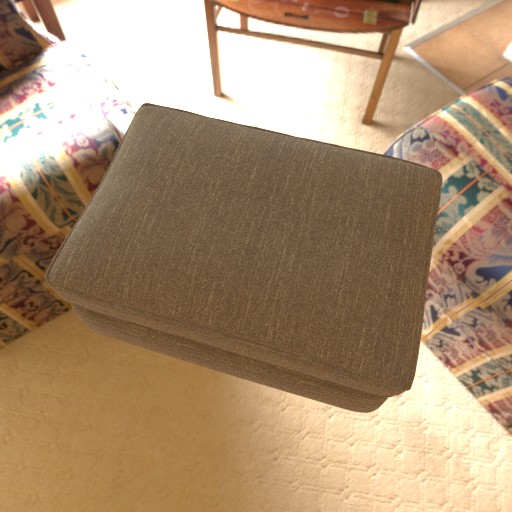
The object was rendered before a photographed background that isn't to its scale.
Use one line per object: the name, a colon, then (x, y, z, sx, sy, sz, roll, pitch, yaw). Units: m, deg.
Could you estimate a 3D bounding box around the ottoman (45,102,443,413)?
ottoman: (0.000, 0.000, 0.980, 0.686, 0.406, 0.508, 15, 64, 7)
